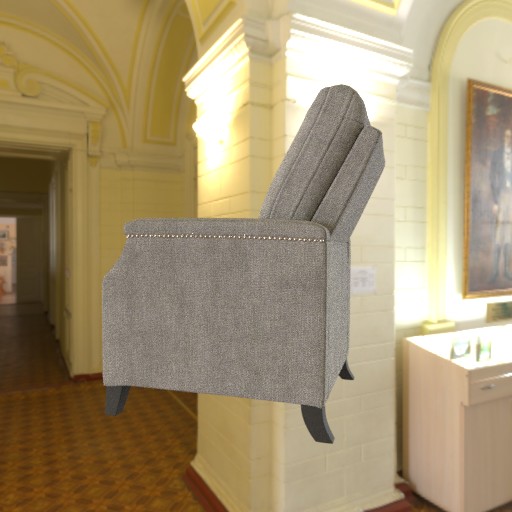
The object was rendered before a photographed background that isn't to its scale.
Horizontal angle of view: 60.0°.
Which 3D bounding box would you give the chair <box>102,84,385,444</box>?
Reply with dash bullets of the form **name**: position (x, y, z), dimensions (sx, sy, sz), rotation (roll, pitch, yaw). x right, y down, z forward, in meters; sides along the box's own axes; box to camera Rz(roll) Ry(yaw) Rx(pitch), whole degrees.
- **chair**: position (0.000, 0.000, 1.663), dimensions (0.922, 1.049, 0.710), rotation (0, 1, 17)
